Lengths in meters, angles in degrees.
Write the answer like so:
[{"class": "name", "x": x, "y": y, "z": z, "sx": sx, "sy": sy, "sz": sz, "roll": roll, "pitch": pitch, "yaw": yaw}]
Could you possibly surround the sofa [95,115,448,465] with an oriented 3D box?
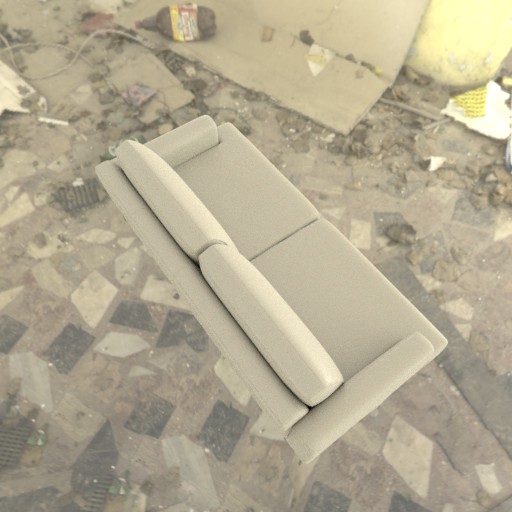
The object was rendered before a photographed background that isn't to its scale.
[{"class": "sofa", "x": 0.000, "y": 0.000, "z": 2.420, "sx": 0.974, "sy": 0.765, "sz": 1.940, "roll": -32, "pitch": 64, "yaw": -18}]
